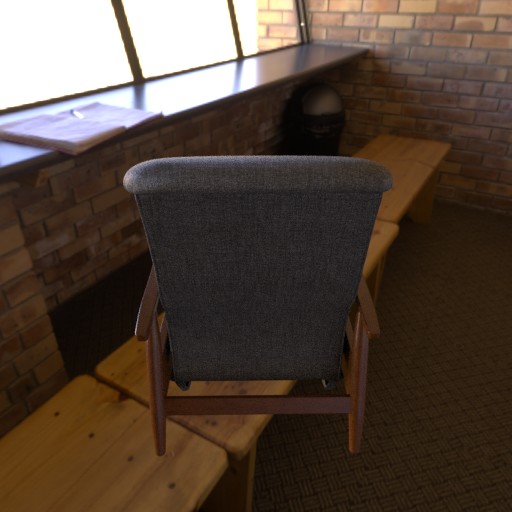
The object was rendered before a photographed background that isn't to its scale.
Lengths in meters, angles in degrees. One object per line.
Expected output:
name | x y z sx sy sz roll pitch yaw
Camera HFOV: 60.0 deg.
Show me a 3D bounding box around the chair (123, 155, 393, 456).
chair | 0.000 0.000 1.714 0.762 1.082 1.030 0 31 -1
